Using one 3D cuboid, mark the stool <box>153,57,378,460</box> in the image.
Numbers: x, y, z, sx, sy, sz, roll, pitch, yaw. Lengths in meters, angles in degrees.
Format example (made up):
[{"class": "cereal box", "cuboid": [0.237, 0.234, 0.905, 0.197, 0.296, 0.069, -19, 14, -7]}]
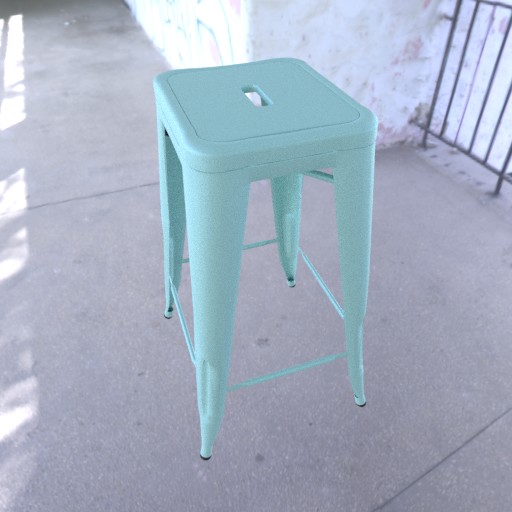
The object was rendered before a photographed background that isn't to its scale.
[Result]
[{"class": "stool", "cuboid": [0.000, 0.000, 0.826, 0.359, 0.609, 0.399, -13, 43, -15]}]
